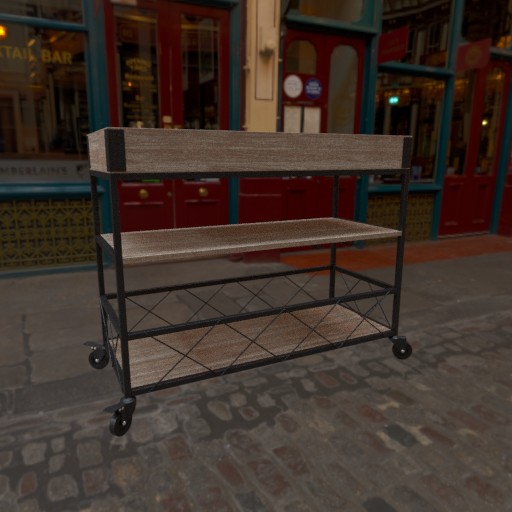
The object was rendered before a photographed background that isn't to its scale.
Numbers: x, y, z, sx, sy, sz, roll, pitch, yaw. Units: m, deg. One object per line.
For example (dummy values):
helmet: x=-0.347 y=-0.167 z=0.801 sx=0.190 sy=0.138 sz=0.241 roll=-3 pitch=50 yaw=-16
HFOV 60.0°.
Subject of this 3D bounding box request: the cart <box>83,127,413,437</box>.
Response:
cart: x=0.000 y=0.000 z=1.501 sx=1.101 sy=0.787 sz=0.500 roll=-6 pitch=14 yaw=-26
